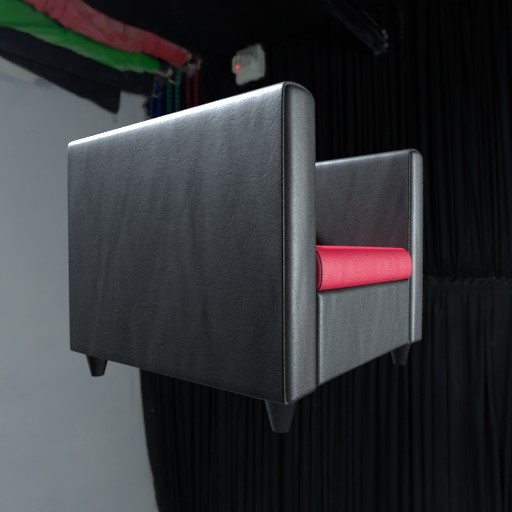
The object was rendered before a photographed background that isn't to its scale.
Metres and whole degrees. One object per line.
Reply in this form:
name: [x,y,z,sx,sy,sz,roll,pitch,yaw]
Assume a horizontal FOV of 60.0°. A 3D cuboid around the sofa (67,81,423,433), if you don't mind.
sofa: [0.000,0.000,1.418,0.809,0.724,0.839,0,1,38]
